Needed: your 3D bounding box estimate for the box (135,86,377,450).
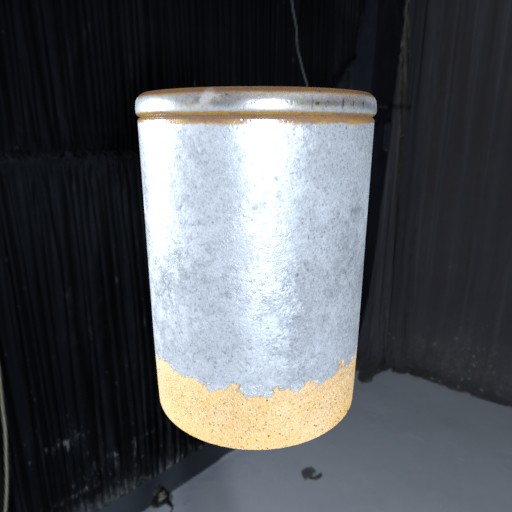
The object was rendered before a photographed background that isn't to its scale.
[{"bbox_3d":[0.000,0.000,0.245,0.118,0.168,0.118,0,16,0],"label":"box"}]
